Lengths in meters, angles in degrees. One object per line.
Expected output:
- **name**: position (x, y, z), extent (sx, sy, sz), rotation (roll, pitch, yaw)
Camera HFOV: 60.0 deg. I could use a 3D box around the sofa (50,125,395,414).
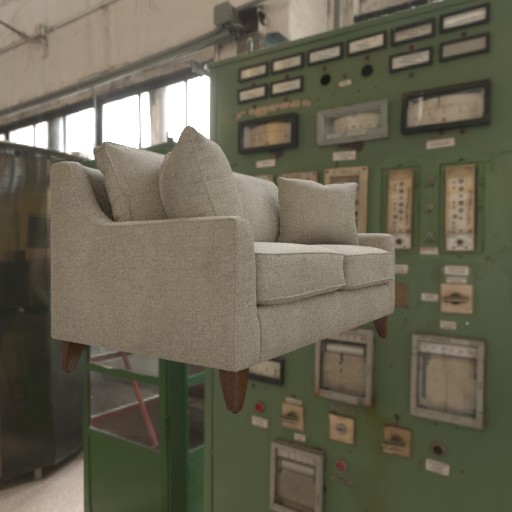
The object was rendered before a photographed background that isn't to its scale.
- **sofa**: position (0.000, 0.000, 1.976), extent (0.915, 0.863, 1.422), rotation (0, 1, 34)
